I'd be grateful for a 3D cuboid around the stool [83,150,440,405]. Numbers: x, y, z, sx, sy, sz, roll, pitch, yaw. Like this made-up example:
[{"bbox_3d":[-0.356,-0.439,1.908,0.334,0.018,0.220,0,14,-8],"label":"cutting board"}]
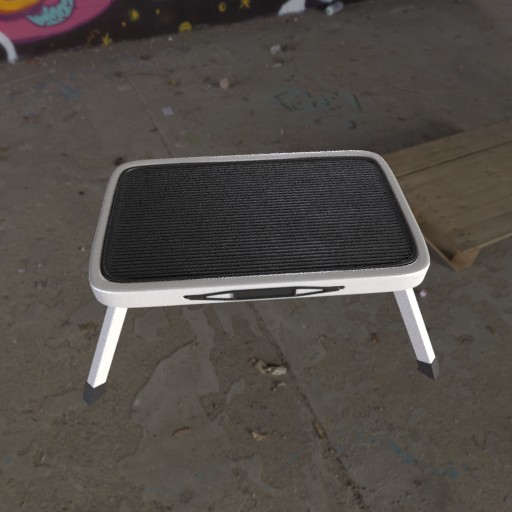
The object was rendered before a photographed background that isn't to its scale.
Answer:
[{"bbox_3d":[0.000,0.000,0.610,0.460,0.170,0.320,-3,47,-3],"label":"stool"}]
